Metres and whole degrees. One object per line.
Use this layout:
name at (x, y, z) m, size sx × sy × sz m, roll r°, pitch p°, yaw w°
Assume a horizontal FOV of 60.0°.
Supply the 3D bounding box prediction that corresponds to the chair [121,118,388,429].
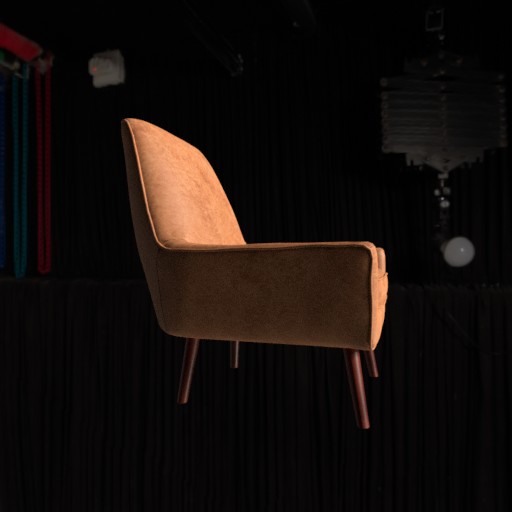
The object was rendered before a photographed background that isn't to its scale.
chair at (0.000, 0.000, 1.503) m, size 0.851 × 0.883 × 0.753 m, roll 0°, pitch 0°, yaw 18°
